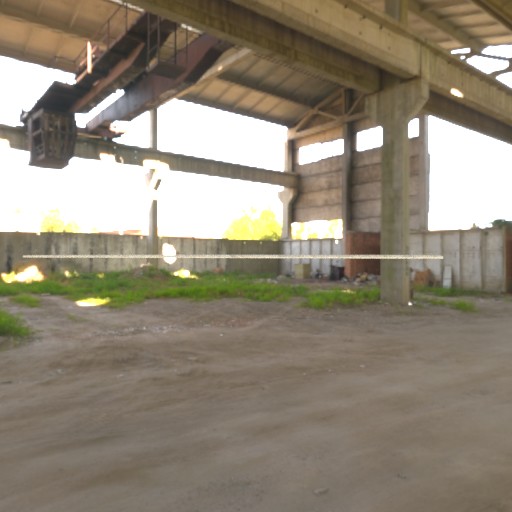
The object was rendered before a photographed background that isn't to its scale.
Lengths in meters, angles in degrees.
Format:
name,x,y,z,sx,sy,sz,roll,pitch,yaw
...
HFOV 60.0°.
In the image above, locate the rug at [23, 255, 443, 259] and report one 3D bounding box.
name,x,y,z,sx,sy,sz,roll,pitch,yaw
rug,0.000,0.000,4.131,3.038,0.019,2.420,0,0,18
